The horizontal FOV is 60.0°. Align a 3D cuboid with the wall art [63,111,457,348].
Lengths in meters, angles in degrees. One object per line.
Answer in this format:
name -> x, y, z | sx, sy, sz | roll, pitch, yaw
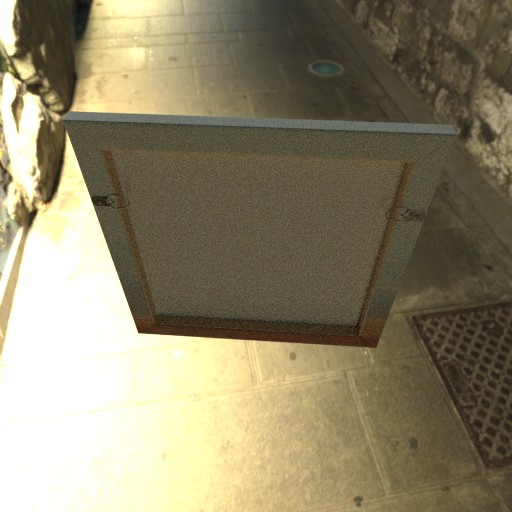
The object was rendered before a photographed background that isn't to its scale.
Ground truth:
wall art -> 0.000, 0.000, 0.908 | 0.605, 0.605, 0.034 | 3, 47, 3
